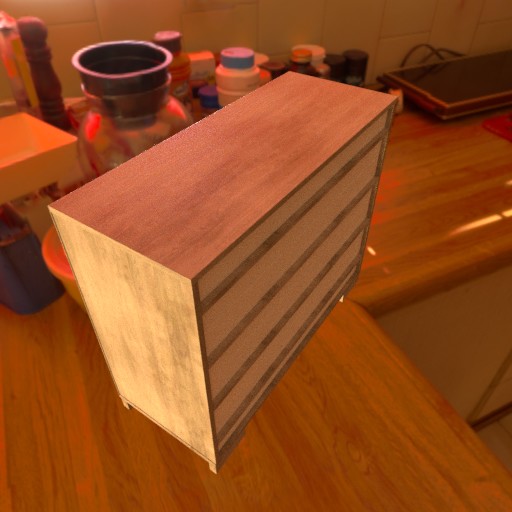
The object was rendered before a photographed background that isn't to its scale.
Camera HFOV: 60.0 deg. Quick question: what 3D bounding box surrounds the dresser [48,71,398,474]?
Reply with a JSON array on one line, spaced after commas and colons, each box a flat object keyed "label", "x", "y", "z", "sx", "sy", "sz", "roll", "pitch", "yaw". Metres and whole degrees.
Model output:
[{"label": "dresser", "x": 0.000, "y": 0.000, "z": 1.441, "sx": 0.404, "sy": 0.816, "sz": 0.994, "roll": 24, "pitch": 47, "yaw": 25}]
